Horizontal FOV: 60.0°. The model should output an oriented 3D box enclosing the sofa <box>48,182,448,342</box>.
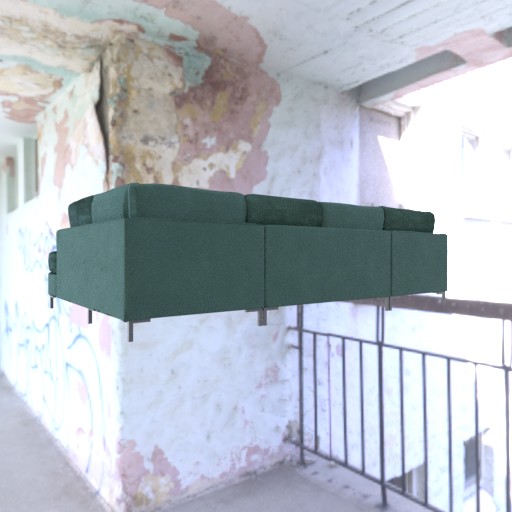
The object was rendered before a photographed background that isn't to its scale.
[{"bbox_3d":[0.000,0.000,4.391,3.434,0.992,2.055,0,0,-36],"label":"sofa"}]
